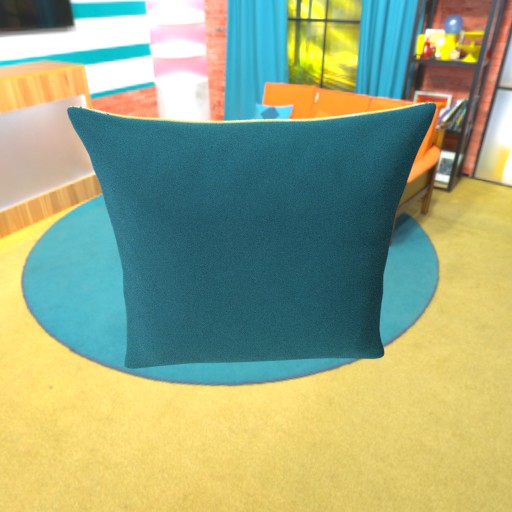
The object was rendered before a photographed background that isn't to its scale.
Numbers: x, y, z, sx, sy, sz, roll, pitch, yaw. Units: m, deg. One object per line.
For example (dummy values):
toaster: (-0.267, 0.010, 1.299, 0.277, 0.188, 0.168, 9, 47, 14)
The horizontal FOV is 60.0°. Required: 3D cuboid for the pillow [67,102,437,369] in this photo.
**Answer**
pillow: (0.000, 0.000, 0.761, 0.525, 0.508, 0.166, -2, 31, -3)
